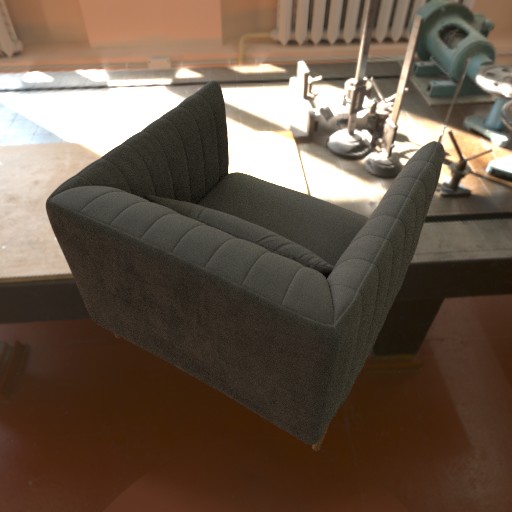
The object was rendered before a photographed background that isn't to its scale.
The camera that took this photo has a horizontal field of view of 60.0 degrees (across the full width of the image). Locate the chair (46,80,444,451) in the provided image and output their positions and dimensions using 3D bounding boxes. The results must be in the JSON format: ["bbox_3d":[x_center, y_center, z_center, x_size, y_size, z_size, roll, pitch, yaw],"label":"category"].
[{"bbox_3d":[0.000,0.000,1.592,0.981,0.779,0.873,23,50,21],"label":"chair"}]
